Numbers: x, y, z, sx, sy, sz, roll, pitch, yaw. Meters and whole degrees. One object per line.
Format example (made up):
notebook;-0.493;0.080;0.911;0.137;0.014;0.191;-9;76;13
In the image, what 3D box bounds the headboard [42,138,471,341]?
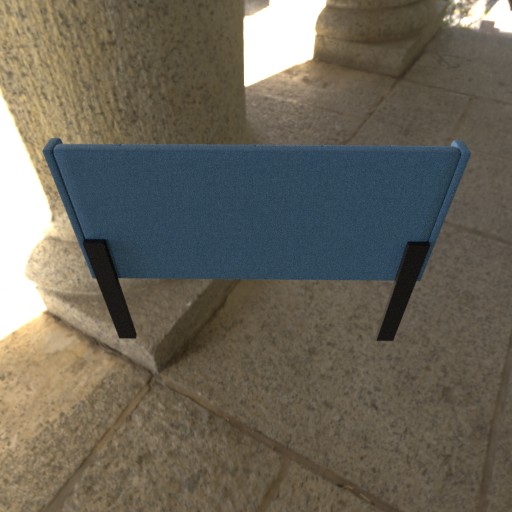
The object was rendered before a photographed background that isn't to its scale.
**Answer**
headboard;0.000;0.000;2.693;2.051;1.524;0.184;0;45;0
